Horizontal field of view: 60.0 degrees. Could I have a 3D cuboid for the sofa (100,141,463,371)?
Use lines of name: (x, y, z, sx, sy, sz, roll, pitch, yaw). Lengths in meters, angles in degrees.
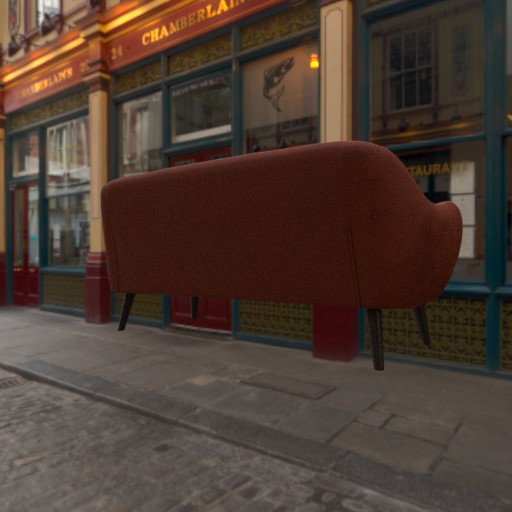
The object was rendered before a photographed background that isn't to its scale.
sofa: (0.000, 0.000, 2.276, 1.840, 0.836, 0.820, 0, -1, 36)
